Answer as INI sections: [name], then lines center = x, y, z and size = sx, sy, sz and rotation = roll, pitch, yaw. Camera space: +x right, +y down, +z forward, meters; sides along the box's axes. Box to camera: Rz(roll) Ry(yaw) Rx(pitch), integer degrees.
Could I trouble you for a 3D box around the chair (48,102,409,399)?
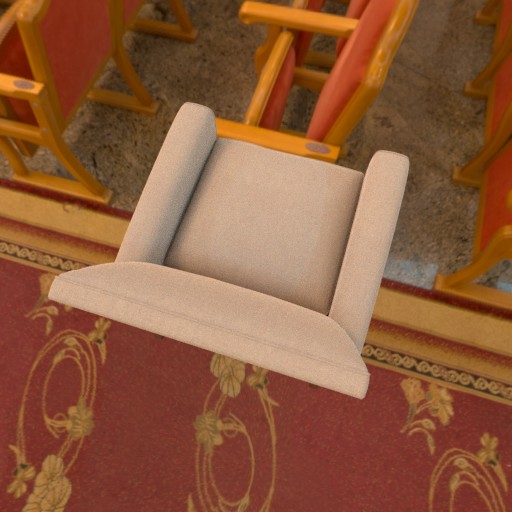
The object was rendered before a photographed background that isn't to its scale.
[chair]
center = 0.000, 0.000, 1.541
size = 0.840, 0.846, 0.871
rotation = 16, 66, 7
